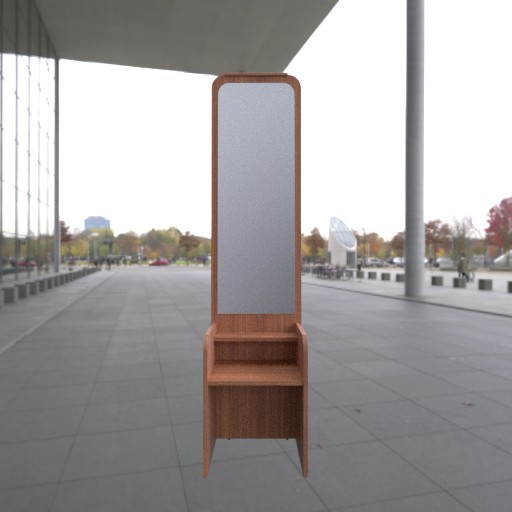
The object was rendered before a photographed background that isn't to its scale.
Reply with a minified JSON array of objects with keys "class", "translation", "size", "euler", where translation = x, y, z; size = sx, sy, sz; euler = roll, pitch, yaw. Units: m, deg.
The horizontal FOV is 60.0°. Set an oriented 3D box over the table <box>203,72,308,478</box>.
[{"class":"table","translation":[0.000,0.000,2.027],"size":[0.450,1.830,0.420],"euler":[0,0,0]}]
